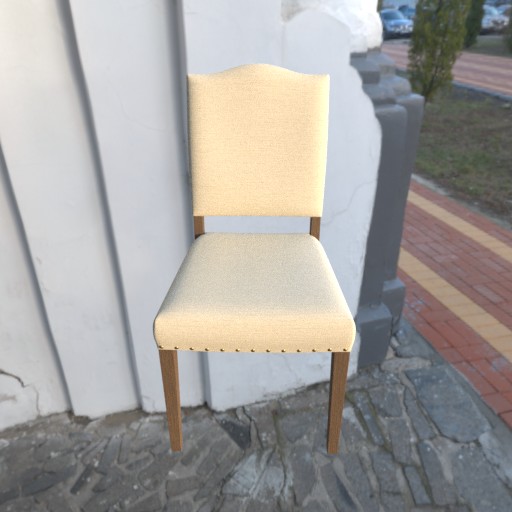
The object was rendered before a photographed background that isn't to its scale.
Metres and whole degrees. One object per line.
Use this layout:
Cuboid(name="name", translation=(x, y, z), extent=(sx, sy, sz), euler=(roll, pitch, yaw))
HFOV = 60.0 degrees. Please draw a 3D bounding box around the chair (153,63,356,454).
Cuboid(name="chair", translation=(0.000, 0.000, 1.337), extent=(0.508, 1.015, 0.619), euler=(1, 29, 1))
